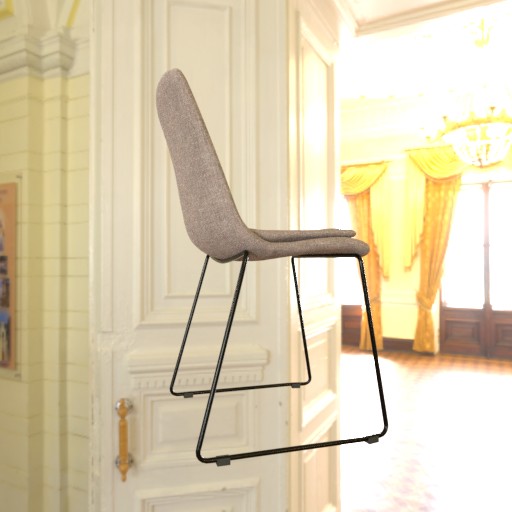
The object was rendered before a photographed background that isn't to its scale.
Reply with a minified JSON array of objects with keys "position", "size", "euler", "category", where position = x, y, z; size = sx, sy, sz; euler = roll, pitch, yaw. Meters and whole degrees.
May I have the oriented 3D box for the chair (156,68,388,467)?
[{"position":[0.000,0.000,1.176],"size":[0.518,0.858,0.479],"euler":[0,0,-17],"category":"chair"}]
